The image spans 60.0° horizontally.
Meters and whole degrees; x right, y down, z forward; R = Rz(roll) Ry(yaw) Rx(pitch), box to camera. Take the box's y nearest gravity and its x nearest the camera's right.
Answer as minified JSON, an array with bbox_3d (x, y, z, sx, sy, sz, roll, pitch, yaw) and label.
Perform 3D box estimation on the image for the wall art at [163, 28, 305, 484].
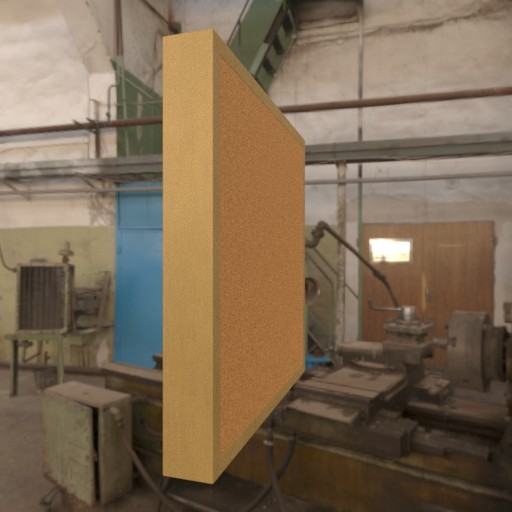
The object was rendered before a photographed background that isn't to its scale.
[{"bbox_3d":[0.000,0.000,0.447,0.038,0.305,0.305,0,0,18],"label":"wall art"}]
